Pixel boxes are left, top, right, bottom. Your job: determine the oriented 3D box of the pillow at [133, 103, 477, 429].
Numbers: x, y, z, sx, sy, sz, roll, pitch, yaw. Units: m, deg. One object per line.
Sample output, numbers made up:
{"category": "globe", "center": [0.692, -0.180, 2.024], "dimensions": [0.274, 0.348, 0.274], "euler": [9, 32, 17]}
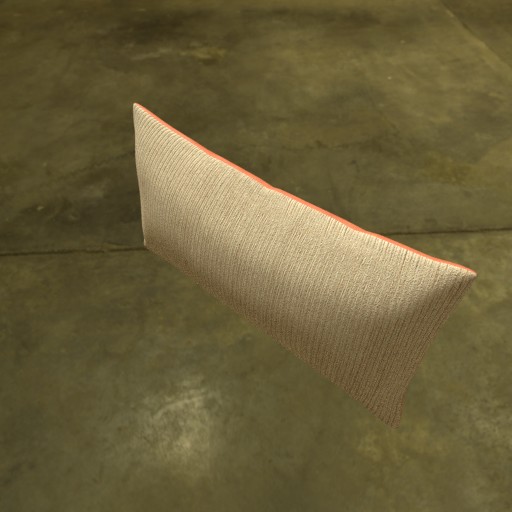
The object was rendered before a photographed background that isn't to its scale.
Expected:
{"category": "pillow", "center": [0.000, 0.000, 0.717], "dimensions": [0.608, 0.307, 0.155], "euler": [32, 53, 28]}
